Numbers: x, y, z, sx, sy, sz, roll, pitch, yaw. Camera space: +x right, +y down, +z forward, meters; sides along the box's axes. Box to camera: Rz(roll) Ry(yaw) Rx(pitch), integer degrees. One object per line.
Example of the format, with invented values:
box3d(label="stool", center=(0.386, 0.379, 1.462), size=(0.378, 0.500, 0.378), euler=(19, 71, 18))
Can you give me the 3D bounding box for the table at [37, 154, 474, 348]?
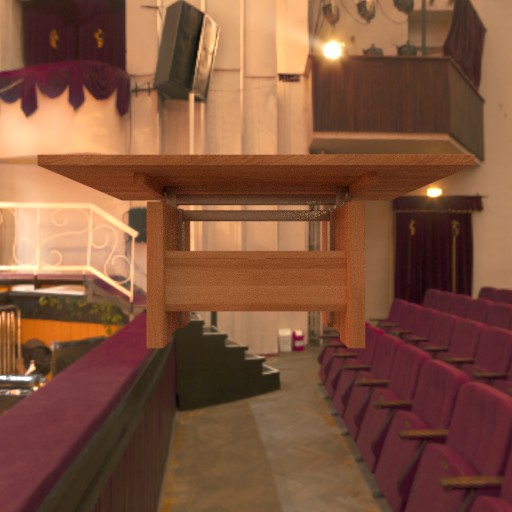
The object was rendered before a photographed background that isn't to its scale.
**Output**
box3d(label="table", center=(0.000, 0.000, 1.464), size=(1.100, 0.510, 0.700), euler=(0, 0, 0))
